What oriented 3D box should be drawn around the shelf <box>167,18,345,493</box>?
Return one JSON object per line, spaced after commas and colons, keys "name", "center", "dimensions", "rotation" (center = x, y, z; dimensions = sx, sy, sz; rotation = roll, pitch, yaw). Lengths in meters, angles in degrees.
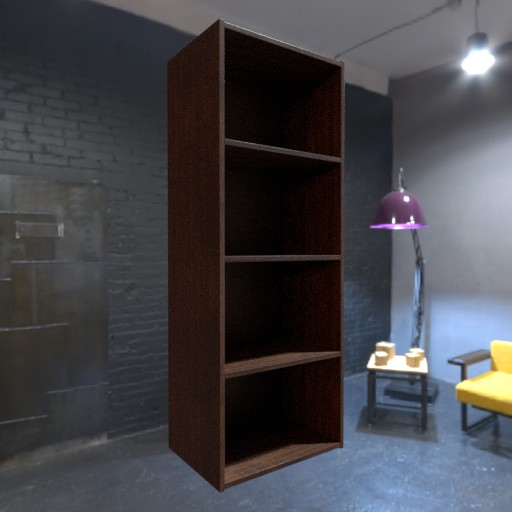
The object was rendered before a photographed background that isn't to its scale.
{"name": "shelf", "center": [0.000, 0.000, 1.262], "dimensions": [0.415, 1.099, 0.290], "rotation": [-1, 1, -35]}
